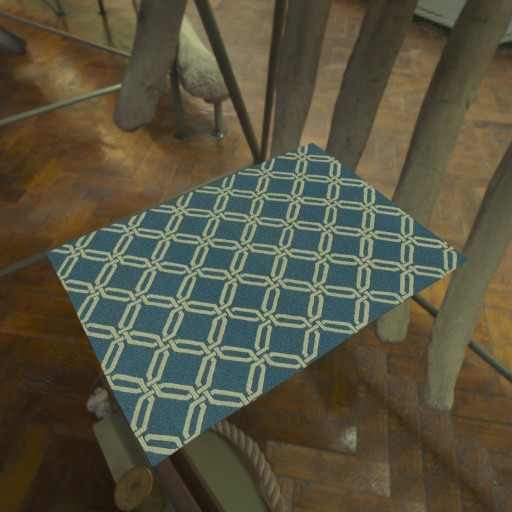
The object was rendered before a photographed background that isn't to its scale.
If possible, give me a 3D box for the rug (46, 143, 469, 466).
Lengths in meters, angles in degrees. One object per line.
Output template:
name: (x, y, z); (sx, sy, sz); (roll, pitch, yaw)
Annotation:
rug: (0.000, 0.000, 2.720); (2.135, 0.013, 1.524); (-27, 53, -22)
